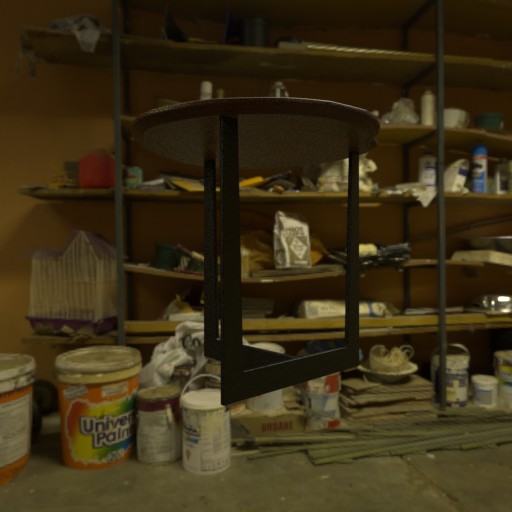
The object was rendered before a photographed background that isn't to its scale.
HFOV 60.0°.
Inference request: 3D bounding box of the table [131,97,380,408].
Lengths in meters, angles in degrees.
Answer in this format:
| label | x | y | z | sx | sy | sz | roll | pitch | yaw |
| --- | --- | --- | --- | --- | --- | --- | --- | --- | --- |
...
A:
| label | x | y | z | sx | sy | sz | roll | pitch | yaw |
| --- | --- | --- | --- | --- | --- | --- | --- | --- | --- |
| table | 0.000 | 0.000 | 0.891 | 0.494 | 0.476 | 0.477 | 0 | 0 | 37 |
